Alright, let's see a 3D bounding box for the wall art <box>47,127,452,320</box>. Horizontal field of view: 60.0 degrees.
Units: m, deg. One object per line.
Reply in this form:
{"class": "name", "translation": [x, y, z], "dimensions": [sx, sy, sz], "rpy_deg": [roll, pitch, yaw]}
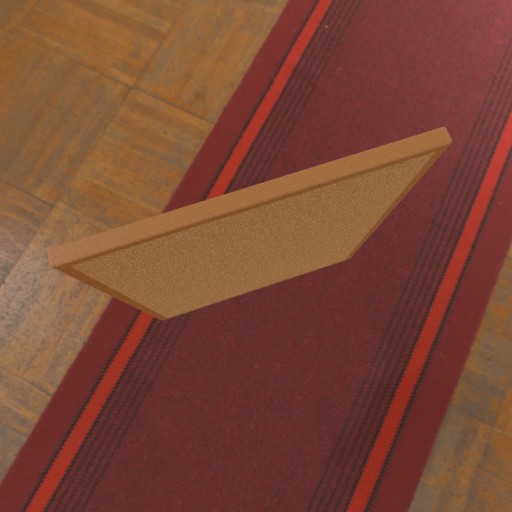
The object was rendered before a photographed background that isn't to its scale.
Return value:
{"class": "wall art", "translation": [0.000, 0.000, 0.744], "dimensions": [0.452, 0.553, 0.022], "rpy_deg": [-18, 77, -4]}
